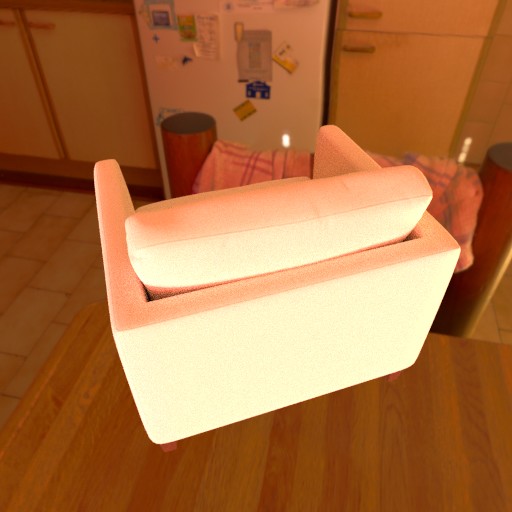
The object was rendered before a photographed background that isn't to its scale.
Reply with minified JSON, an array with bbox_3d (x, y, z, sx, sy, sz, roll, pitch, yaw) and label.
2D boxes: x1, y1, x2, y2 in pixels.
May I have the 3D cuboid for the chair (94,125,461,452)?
[{"bbox_3d":[0.000,0.000,1.630,1.019,0.885,0.878,-13,44,-14],"label":"chair"}]
